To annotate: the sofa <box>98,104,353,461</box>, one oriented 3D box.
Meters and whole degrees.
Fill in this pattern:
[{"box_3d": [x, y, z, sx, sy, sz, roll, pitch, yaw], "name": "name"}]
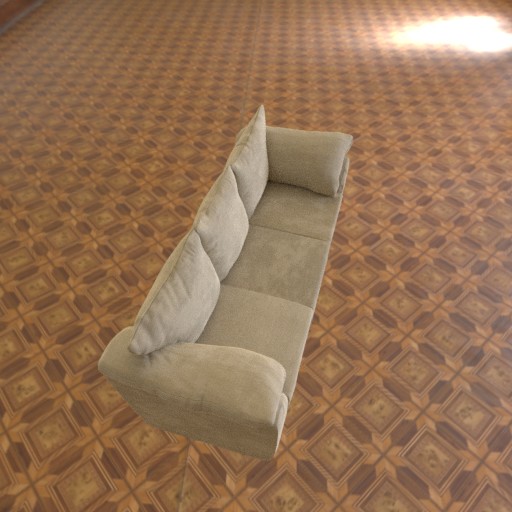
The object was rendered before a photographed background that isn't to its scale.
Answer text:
[{"box_3d": [0.000, 0.000, 2.874, 0.893, 0.981, 2.377, 12, 47, 11], "name": "sofa"}]
